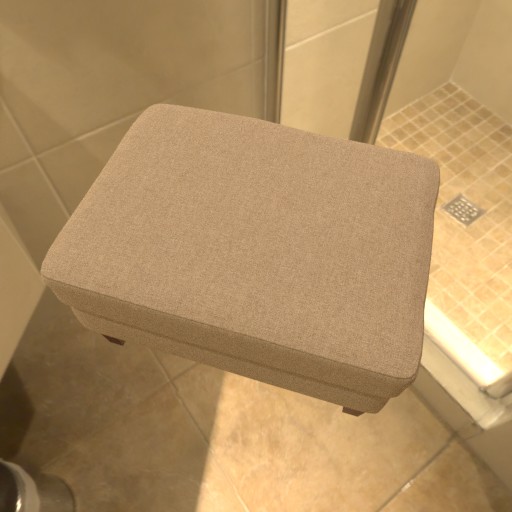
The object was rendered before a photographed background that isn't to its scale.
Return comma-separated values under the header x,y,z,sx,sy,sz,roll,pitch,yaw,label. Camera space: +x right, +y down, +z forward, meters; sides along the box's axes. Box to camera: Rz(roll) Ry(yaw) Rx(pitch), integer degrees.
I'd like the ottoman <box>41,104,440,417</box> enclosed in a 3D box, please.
x,y,z,sx,sy,sz,roll,pitch,yaw,label
0.000,0.000,1.302,0.898,0.519,0.677,14,58,9,ottoman
